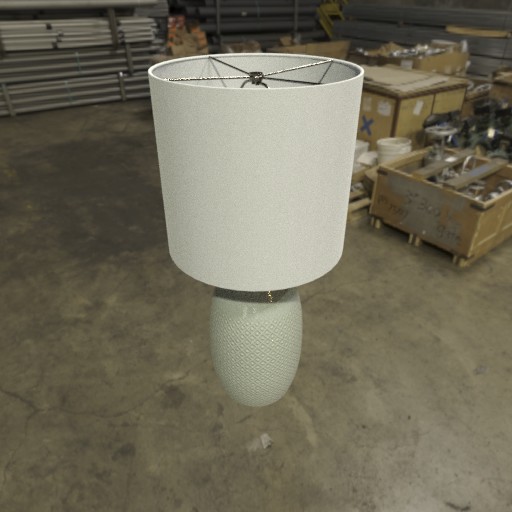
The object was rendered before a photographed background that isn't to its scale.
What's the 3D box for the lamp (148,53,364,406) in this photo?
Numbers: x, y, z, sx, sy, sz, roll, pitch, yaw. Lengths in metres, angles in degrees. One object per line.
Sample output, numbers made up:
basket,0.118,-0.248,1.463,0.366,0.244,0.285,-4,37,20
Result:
lamp,0.000,0.000,0.572,0.217,0.453,0.217,-20,37,-29
